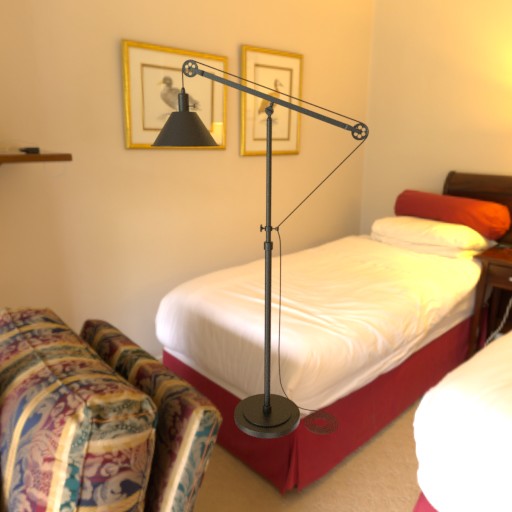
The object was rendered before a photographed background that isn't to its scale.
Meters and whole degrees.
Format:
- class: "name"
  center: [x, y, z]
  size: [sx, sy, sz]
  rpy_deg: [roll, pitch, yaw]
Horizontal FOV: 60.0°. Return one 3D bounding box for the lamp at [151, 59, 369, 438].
- class: "lamp"
  center: [0.000, 0.000, 1.964]
  size: [0.904, 1.626, 0.319]
  rpy_deg: [3, 15, 10]
